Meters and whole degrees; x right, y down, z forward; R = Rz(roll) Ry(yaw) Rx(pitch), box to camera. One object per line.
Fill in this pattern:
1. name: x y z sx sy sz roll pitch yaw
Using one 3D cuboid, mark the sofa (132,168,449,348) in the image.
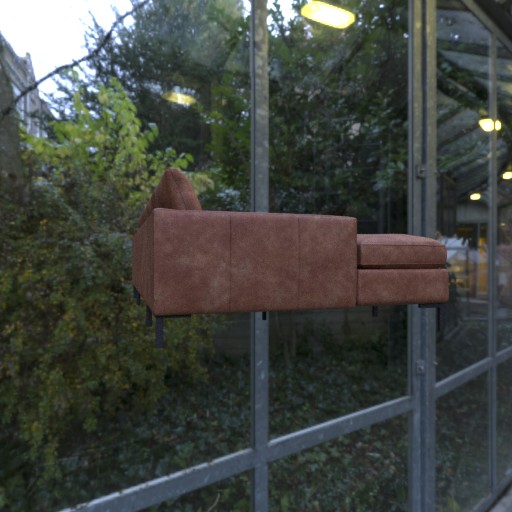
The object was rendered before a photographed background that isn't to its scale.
1. sofa: 0.000 0.000 3.752 1.939 0.900 2.956 0 0 -18
